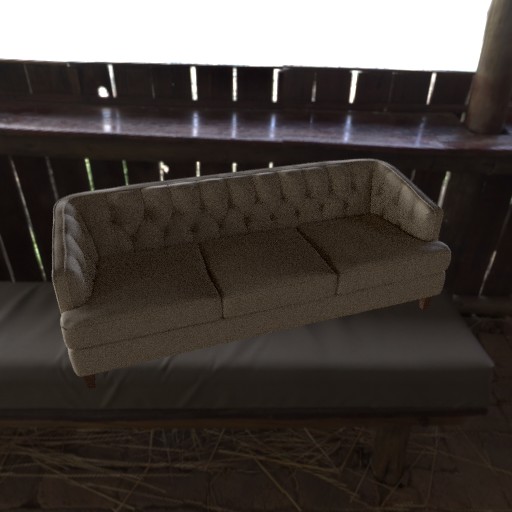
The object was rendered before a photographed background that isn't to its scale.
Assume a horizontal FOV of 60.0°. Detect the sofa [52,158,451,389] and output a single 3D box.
[{"bbox_3d":[0.000,0.000,2.750,2.235,0.788,0.913,-10,33,-16],"label":"sofa"}]
